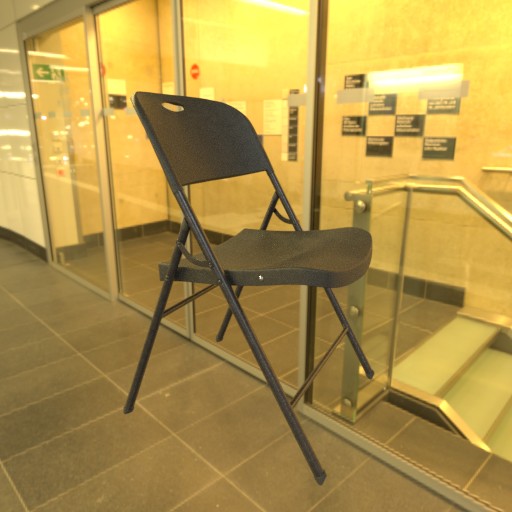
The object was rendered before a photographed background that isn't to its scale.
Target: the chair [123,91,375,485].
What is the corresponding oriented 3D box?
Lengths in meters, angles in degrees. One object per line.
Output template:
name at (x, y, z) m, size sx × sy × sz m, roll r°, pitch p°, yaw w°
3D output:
chair at (0.000, 0.000, 1.151) m, size 0.566 × 0.810 × 0.494 m, roll 8°, pitch 18°, yaw 26°
